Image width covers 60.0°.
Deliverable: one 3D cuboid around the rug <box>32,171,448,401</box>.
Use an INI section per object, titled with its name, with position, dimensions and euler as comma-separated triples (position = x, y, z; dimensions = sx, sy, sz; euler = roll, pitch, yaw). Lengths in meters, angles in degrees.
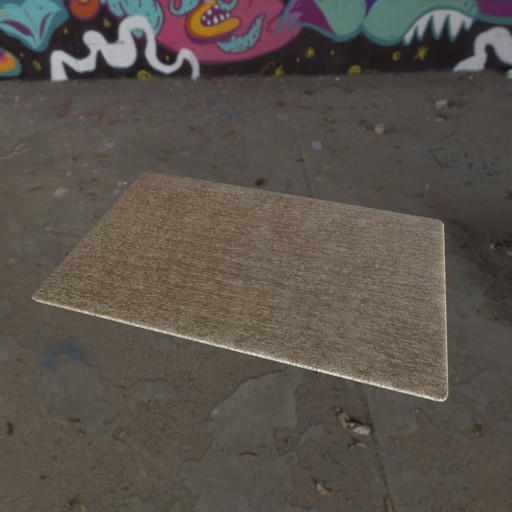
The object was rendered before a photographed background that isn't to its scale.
[rug]
position = 0.000, 0.000, 3.025
dimensions = 2.469, 0.024, 1.539
euler = 11, 44, 12
